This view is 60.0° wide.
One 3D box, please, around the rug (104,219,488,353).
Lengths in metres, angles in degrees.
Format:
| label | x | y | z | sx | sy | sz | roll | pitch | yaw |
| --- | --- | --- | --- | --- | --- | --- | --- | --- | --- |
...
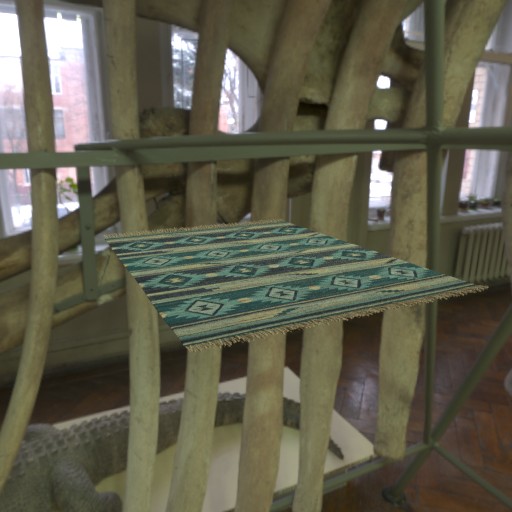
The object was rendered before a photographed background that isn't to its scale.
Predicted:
| label | x | y | z | sx | sy | sz | roll | pitch | yaw |
| --- | --- | --- | --- | --- | --- | --- | --- | --- | --- |
| rug | 0.000 | 0.000 | 4.331 | 2.418 | 0.047 | 3.307 | -7 | 17 | -25 |
